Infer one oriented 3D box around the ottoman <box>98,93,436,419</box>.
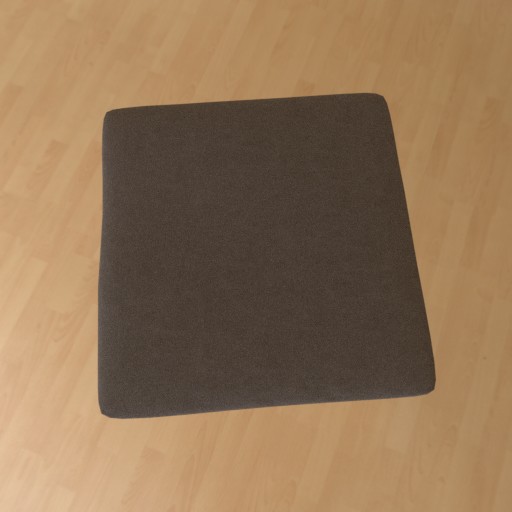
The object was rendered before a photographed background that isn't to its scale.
[{"bbox_3d":[0.000,0.000,1.380,0.861,0.482,0.881,-4,75,-1],"label":"ottoman"}]
